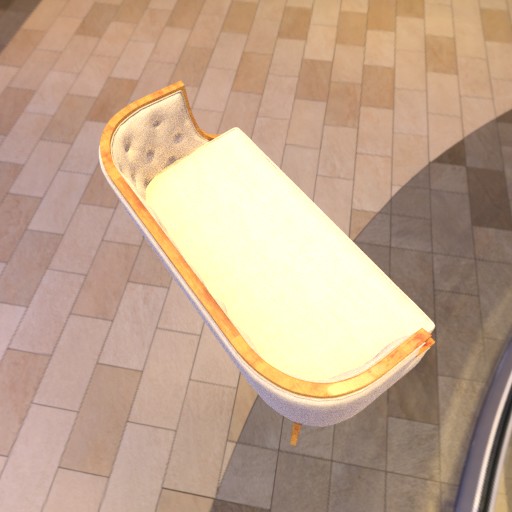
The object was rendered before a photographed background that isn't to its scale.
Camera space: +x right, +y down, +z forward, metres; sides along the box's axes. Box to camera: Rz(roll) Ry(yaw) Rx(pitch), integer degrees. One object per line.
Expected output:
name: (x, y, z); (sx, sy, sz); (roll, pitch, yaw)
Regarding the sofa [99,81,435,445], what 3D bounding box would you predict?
sofa: (0.000, 0.000, 1.914); (0.770, 0.775, 1.474); (-32, 64, -18)
